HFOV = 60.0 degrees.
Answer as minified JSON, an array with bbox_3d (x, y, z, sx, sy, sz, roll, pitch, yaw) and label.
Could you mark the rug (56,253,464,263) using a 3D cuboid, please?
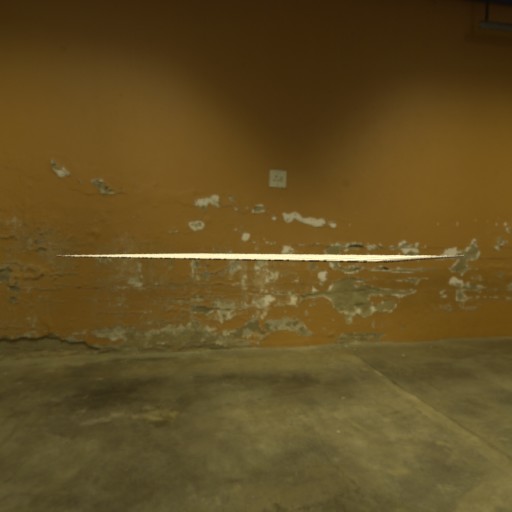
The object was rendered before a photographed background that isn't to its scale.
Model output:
[{"bbox_3d":[0.000,0.000,3.100,2.425,0.014,1.563,1,1,35],"label":"rug"}]
